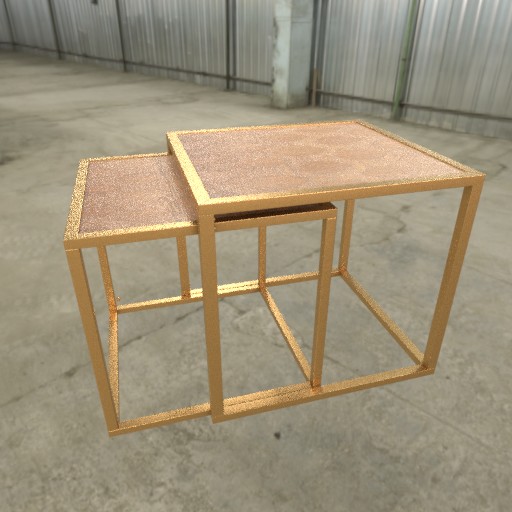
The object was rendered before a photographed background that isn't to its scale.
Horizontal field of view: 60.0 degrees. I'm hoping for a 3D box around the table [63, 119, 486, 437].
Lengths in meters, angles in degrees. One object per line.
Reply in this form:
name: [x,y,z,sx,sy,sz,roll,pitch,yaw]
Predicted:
table: [0.000,0.000,1.077,0.762,0.505,0.505,-8,30,-14]
